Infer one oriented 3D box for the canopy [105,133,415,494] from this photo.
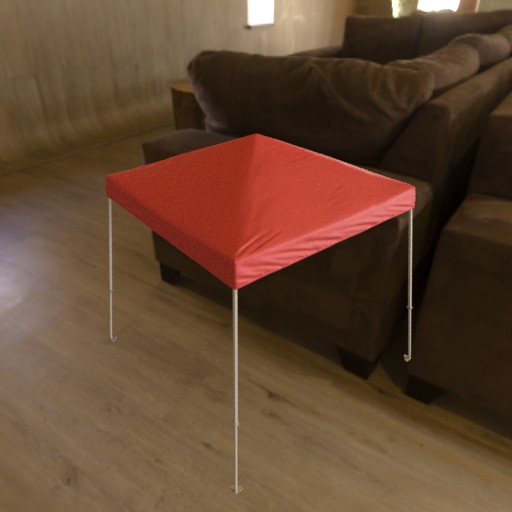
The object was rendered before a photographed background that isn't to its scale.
[{"bbox_3d":[0.000,0.000,6.535,3.600,3.600,3.599,-23,38,-33],"label":"canopy"}]
